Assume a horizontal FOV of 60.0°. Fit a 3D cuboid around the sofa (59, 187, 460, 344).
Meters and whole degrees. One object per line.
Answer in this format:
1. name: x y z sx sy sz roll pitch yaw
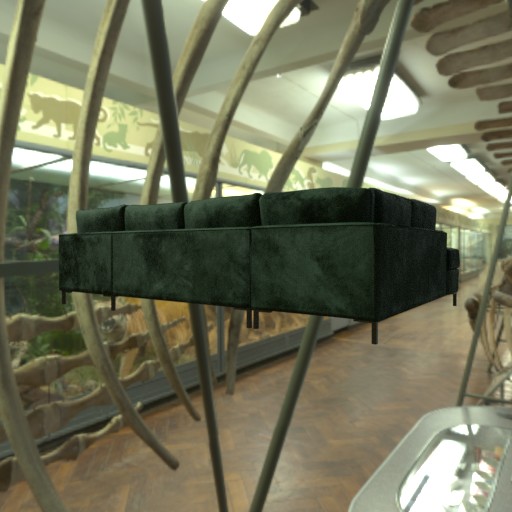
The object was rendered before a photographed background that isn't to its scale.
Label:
1. sofa: 0.000 0.000 3.906 2.994 0.861 1.992 1 1 35
